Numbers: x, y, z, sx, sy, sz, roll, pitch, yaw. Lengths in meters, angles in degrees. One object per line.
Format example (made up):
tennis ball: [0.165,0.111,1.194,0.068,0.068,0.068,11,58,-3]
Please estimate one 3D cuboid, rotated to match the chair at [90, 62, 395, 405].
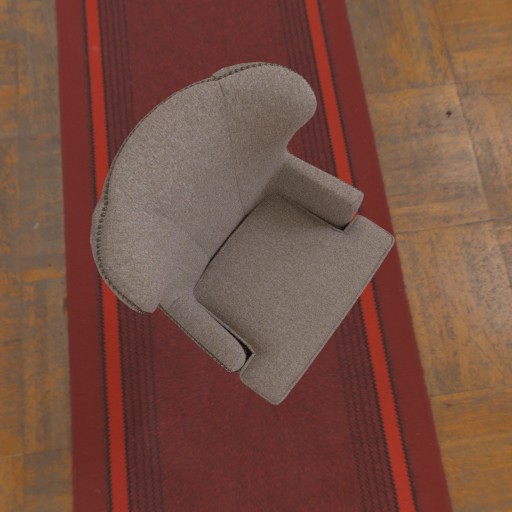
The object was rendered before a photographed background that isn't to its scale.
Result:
chair: [0.000,0.000,1.576,0.758,1.060,0.759,36,79,8]
